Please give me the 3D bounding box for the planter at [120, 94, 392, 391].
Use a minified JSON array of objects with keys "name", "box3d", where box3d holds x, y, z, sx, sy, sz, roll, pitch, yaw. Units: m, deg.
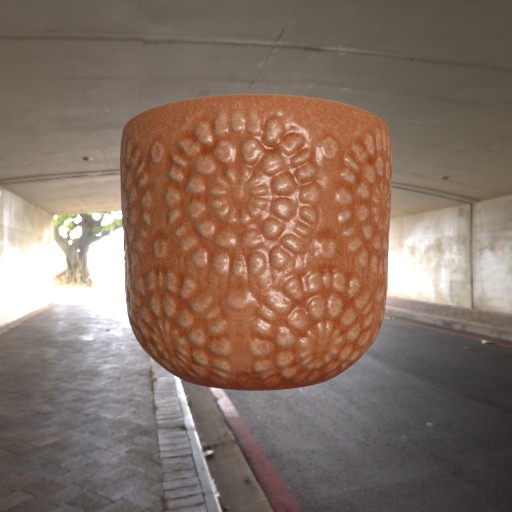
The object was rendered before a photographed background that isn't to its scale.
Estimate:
[{"name":"planter","box3d":[0.000,0.000,0.211,0.124,0.109,0.124,0,-1,0]}]
